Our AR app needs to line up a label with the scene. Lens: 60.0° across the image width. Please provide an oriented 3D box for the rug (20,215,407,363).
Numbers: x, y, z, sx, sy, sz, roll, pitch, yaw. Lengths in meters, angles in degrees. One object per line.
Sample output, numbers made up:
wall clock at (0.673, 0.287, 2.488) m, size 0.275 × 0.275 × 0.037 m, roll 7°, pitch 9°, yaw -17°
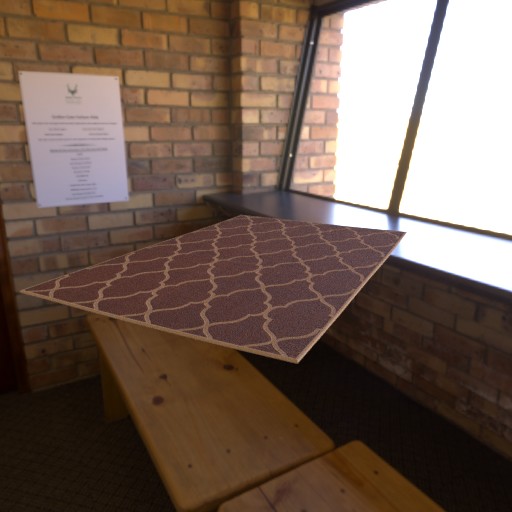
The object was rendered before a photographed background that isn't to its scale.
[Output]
rug at (0.000, 0.000, 2.866) m, size 1.526 × 0.014 × 2.290 m, roll 8°, pitch 18°, yaw 26°
